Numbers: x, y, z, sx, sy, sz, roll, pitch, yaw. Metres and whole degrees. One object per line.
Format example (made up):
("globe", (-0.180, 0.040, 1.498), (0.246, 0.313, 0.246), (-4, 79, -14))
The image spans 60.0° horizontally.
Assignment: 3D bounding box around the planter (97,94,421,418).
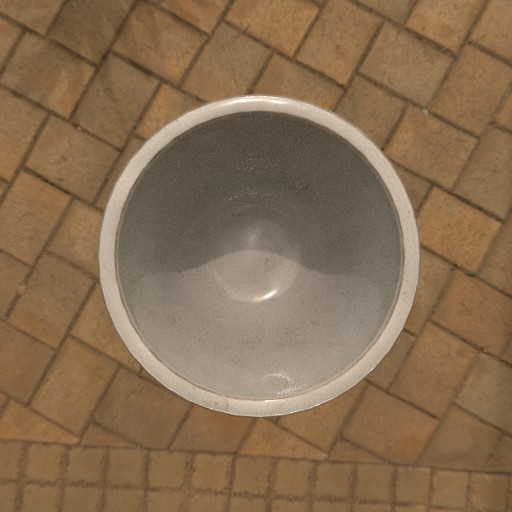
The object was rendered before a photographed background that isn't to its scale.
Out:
("planter", (0.000, 0.000, 0.310), (0.173, 0.160, 0.173), (0, 90, -2))
